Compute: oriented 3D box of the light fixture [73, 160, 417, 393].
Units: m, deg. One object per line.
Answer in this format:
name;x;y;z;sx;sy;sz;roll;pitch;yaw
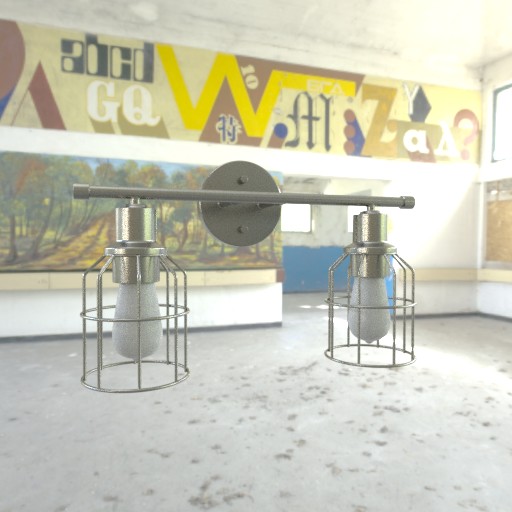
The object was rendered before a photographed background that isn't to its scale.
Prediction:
light fixture;0.000;0.000;0.540;0.406;0.254;0.165;0;1;-18
